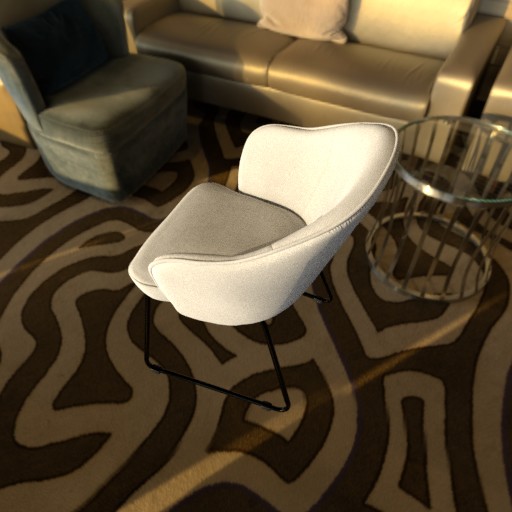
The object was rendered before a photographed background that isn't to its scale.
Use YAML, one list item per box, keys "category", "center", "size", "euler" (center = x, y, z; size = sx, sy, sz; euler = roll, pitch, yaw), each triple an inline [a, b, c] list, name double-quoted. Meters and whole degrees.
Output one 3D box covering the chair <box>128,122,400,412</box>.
- category: "chair"
  center: [0.000, 0.000, 1.220]
  size: [0.592, 0.817, 0.570]
  euler: [17, 49, 15]
